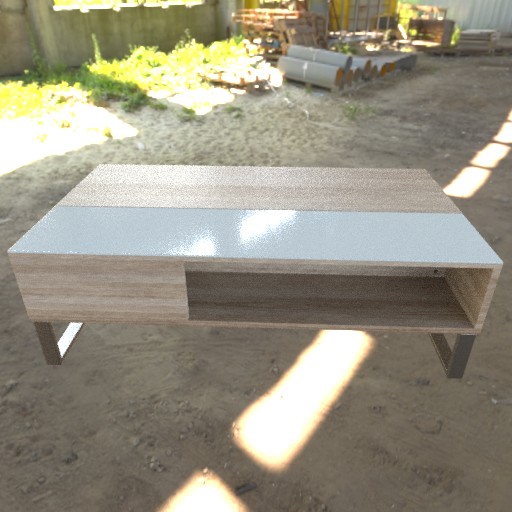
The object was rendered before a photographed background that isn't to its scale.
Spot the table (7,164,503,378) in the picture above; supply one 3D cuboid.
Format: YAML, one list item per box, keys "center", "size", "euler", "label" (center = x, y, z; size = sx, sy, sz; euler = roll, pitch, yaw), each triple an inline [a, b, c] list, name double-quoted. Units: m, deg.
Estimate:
- center: [0.000, 0.000, 1.327]
  size: [1.100, 0.350, 0.600]
  euler: [1, 30, 2]
  label: "table"
